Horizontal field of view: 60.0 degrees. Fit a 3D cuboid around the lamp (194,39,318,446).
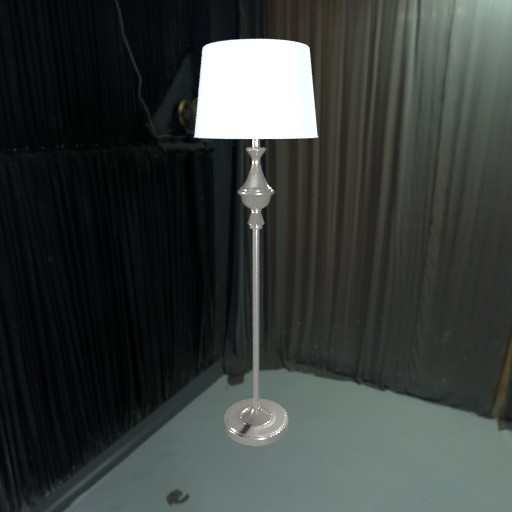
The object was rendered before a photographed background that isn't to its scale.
[{"bbox_3d":[0.000,0.000,1.676,0.431,1.488,0.431,0,16,0],"label":"lamp"}]
